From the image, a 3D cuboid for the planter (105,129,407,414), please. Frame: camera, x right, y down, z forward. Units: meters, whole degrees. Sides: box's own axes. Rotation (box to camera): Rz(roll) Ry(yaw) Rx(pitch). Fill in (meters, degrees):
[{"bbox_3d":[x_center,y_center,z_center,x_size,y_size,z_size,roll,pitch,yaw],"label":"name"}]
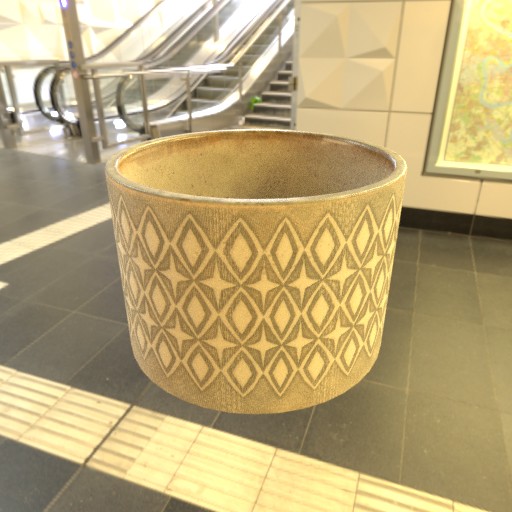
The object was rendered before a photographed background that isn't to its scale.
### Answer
[{"bbox_3d":[0.000,0.000,0.316,0.186,0.144,0.186,0,26,0],"label":"planter"}]
